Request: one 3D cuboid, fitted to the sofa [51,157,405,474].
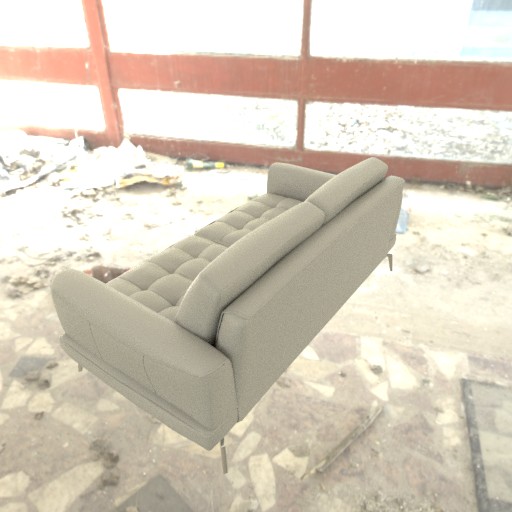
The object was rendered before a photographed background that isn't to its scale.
[{"bbox_3d":[0.000,0.000,2.720,1.121,0.930,2.177,21,37,30],"label":"sofa"}]
